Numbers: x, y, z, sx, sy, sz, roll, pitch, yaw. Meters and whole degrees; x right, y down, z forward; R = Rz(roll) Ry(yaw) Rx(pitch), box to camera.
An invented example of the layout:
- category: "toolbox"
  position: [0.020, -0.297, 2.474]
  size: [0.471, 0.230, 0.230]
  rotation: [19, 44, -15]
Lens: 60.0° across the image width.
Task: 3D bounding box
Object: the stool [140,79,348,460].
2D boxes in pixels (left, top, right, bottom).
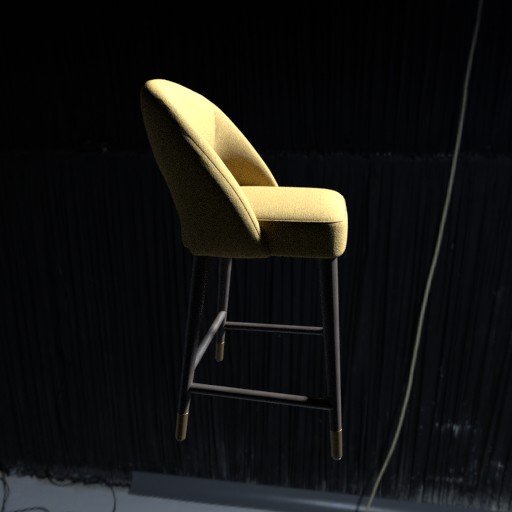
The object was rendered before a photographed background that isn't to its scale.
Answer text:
- category: "stool"
  position: [0.000, 0.000, 1.262]
  size: [0.522, 0.939, 0.536]
  rotation: [3, 16, 9]
